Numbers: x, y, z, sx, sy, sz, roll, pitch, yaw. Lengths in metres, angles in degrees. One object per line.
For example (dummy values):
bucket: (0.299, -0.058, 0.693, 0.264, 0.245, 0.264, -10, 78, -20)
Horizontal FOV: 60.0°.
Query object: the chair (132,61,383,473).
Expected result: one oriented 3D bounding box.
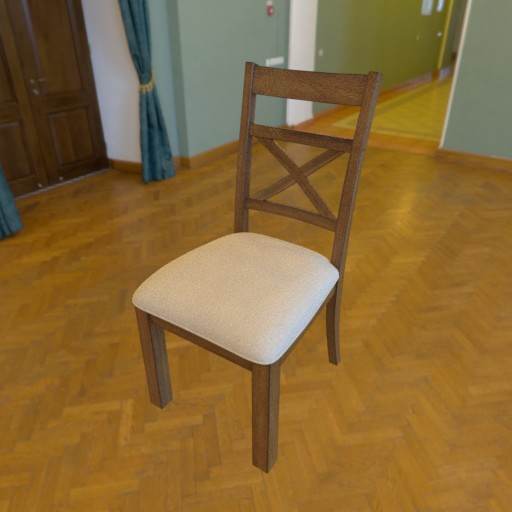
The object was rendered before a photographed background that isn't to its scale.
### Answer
chair: (0.000, 0.000, 1.257, 0.461, 0.949, 0.581, 18, 34, 29)
